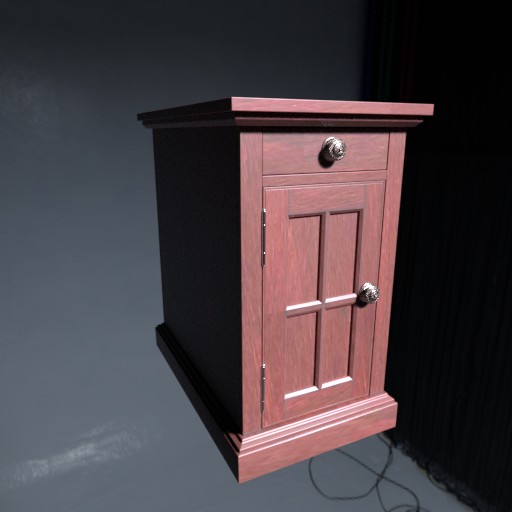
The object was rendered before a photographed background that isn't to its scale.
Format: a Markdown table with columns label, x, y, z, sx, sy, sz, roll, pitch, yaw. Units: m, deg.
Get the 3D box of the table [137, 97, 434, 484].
| label | x | y | z | sx | sy | sz | roll | pitch | yaw |
| --- | --- | --- | --- | --- | --- | --- | --- | --- | --- |
| table | 0.000 | 0.000 | 0.977 | 0.356 | 0.612 | 0.584 | -7 | 17 | -25 |
